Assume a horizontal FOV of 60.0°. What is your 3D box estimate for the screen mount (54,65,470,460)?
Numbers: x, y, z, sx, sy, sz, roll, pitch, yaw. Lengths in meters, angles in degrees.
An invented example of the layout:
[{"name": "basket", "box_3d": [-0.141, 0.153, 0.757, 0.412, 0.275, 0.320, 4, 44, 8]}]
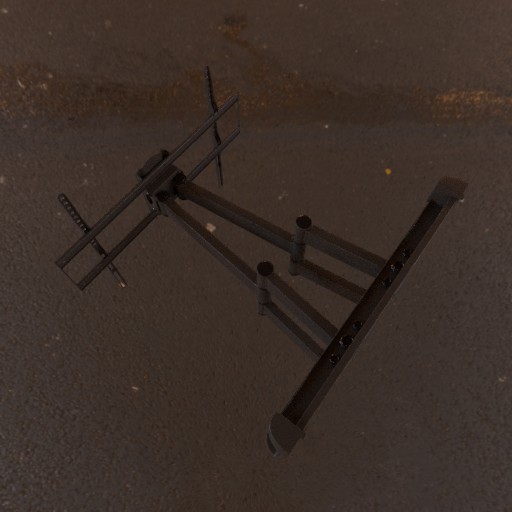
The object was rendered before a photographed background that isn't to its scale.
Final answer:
[{"name": "screen mount", "box_3d": [0.000, 0.000, 1.088, 0.644, 0.491, 0.661, 34, 69, 15]}]
